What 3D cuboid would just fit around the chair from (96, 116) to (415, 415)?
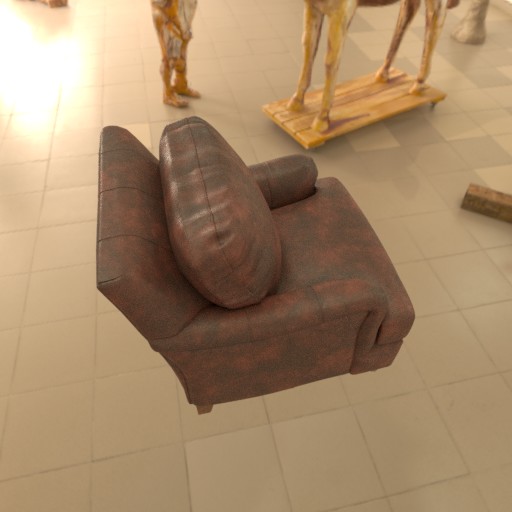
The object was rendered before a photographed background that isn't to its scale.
[{"bbox_3d":[0.000,0.000,1.986,1.156,1.051,0.987,-9,48,-9],"label":"chair"}]
